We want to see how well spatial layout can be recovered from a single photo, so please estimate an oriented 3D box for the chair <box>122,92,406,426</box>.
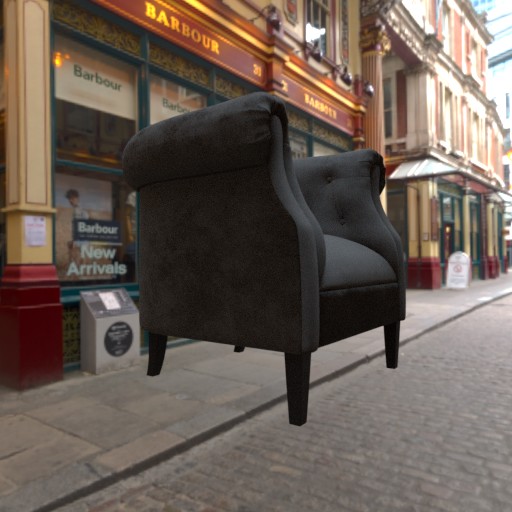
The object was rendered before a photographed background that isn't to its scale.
[{"bbox_3d":[0.000,0.000,1.582,0.851,0.826,0.904,0,-1,36],"label":"chair"}]
